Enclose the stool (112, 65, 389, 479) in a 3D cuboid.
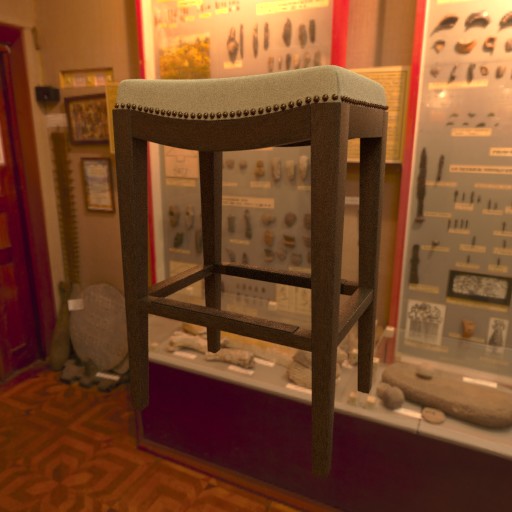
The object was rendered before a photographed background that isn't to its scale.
[{"bbox_3d":[0.000,0.000,1.024,0.498,0.759,0.358,8,17,27],"label":"stool"}]
